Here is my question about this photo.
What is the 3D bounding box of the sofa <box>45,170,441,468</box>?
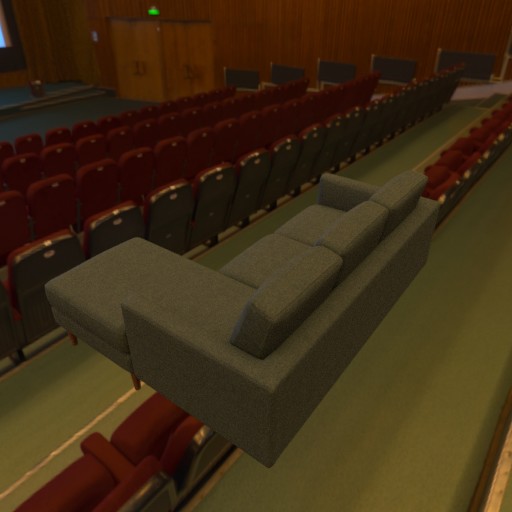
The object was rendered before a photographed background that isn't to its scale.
[{"bbox_3d":[0.000,0.000,2.900,1.667,0.957,2.055,22,38,30],"label":"sofa"}]
